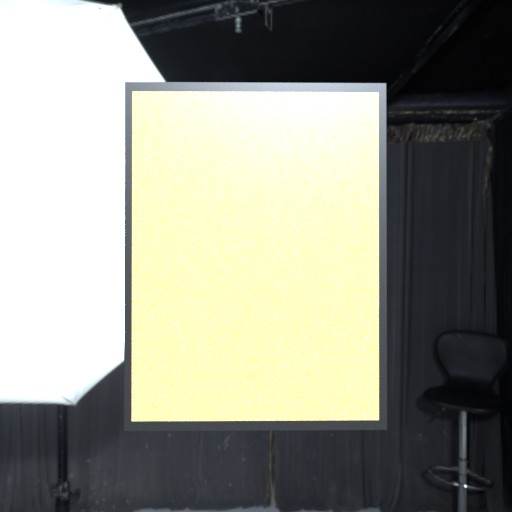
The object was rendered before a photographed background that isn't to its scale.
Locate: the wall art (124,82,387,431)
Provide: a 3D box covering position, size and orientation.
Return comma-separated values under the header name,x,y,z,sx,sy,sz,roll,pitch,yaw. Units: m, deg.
name,x,y,z,sx,sy,sz,roll,pitch,yaw
wall art,0.000,0.000,1.321,0.774,1.027,0.030,0,0,-1
